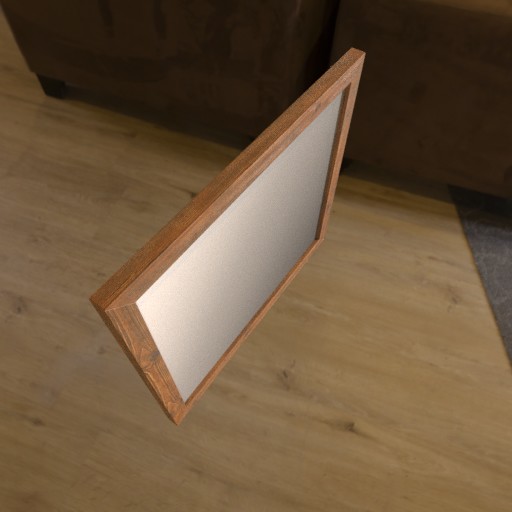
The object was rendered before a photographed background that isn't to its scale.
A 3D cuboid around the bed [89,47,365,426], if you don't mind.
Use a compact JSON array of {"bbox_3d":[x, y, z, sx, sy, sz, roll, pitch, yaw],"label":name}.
[{"bbox_3d":[0.000,0.000,1.476,0.046,0.942,1.046,31,62,19],"label":"bed"}]
